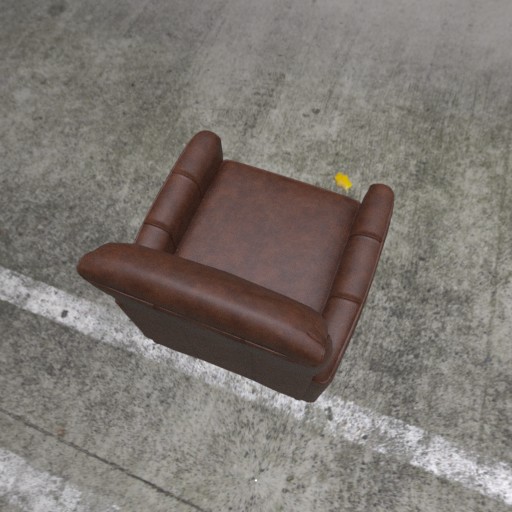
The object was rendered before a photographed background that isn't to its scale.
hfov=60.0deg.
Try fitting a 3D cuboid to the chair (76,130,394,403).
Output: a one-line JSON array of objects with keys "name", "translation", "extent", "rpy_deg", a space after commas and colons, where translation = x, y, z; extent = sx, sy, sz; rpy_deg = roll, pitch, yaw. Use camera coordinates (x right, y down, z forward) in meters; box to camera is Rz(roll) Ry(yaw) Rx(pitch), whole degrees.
[{"name": "chair", "translation": [0.000, 0.000, 1.633], "extent": [0.839, 1.010, 0.850], "rpy_deg": [19, 65, 10]}]
